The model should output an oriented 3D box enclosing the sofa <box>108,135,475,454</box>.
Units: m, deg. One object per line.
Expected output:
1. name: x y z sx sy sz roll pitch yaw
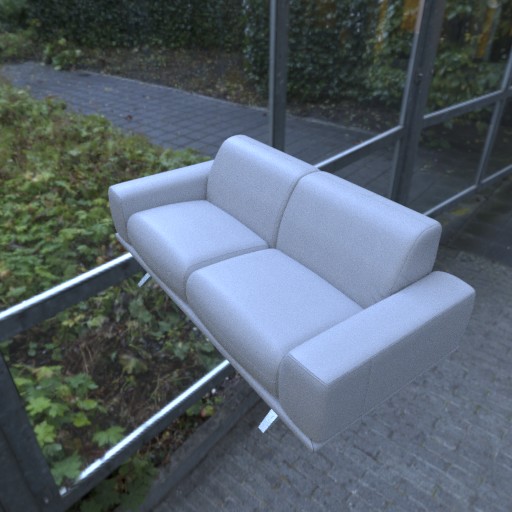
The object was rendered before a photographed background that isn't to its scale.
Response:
1. sofa: 0.000 0.000 2.310 0.900 0.772 1.901 -22 39 -30
